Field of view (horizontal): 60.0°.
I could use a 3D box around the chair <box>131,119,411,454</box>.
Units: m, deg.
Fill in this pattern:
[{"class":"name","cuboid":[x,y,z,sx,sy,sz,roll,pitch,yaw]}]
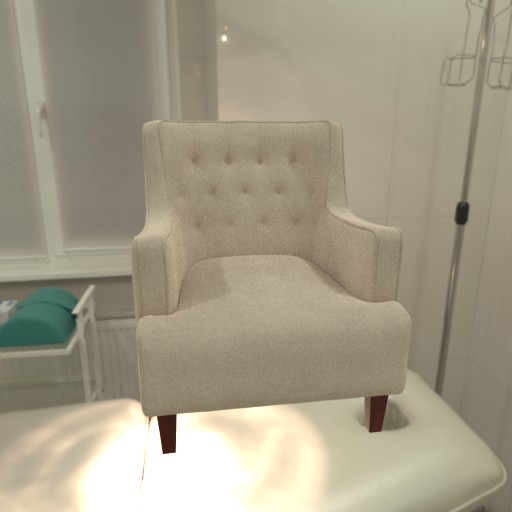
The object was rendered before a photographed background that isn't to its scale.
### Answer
[{"class":"chair","cuboid":[0.000,0.000,1.551,0.781,0.920,0.910,-2,16,-8]}]
